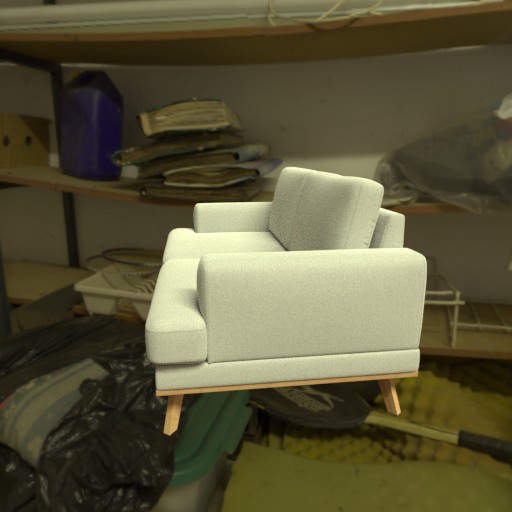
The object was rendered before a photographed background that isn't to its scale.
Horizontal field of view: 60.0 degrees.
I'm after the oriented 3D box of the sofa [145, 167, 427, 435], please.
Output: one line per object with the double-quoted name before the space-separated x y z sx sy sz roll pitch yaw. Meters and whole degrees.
"sofa" 0.000 0.000 2.154 0.915 0.810 1.651 -2 14 -8
